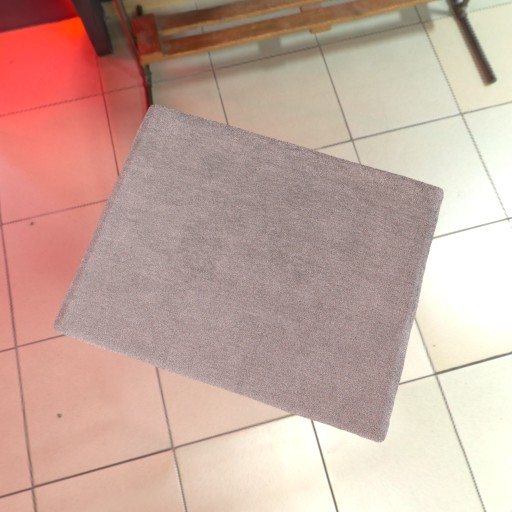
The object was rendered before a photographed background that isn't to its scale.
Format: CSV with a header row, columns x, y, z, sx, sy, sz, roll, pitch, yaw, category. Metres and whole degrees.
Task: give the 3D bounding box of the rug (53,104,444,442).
x,y,z,sx,sy,sz,roll,pitch,yaw,category
0.000,0.000,3.924,2.933,0.027,2.332,17,76,5,rug
